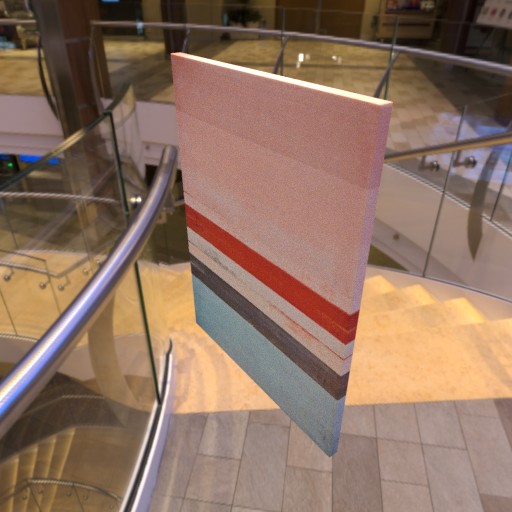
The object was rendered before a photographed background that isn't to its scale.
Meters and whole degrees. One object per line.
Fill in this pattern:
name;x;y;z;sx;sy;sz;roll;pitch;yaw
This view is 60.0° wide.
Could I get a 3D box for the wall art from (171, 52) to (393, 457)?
wall art;0.000;0.000;1.306;0.039;1.016;0.761;-22;38;-31
